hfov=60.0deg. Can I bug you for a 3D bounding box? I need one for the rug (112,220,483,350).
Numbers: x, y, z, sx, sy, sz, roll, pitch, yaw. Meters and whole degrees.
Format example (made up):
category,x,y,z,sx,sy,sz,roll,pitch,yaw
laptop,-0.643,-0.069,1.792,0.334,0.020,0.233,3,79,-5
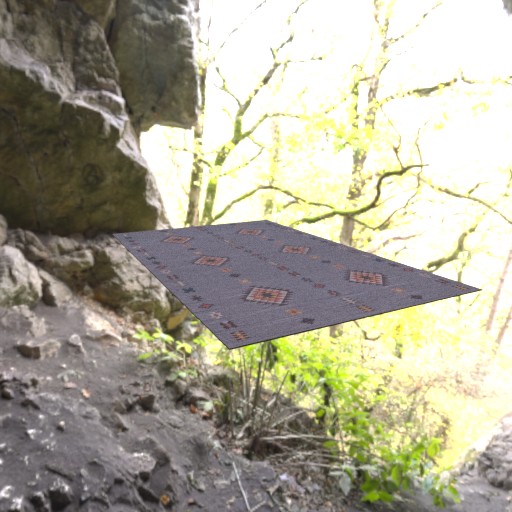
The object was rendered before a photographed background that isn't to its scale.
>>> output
category,x,y,z,sx,sy,sz,roll,pitch,yaw
rug,0.000,0.000,3.108,1.515,0.007,2.427,-8,17,-27
